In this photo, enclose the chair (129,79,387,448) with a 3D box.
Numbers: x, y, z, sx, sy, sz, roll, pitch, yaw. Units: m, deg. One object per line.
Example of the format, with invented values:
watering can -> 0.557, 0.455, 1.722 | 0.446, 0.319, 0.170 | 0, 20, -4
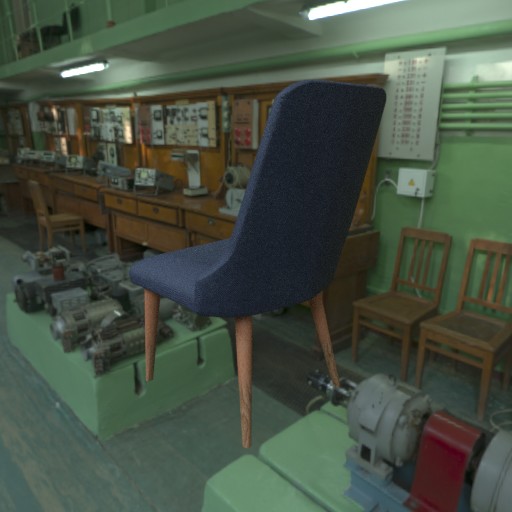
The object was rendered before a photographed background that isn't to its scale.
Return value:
chair -> 0.000, 0.000, 1.168 | 0.504, 0.820, 0.567 | -16, 23, -42
